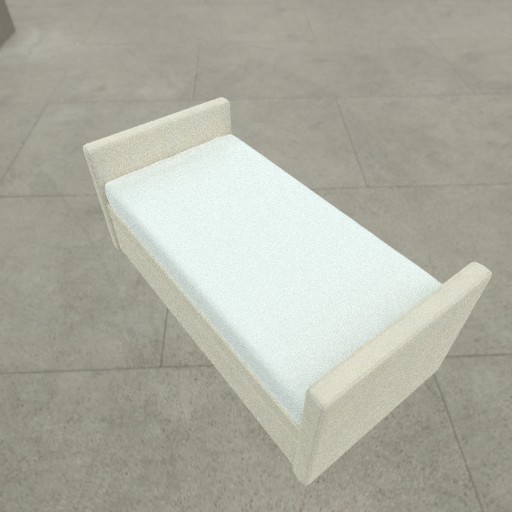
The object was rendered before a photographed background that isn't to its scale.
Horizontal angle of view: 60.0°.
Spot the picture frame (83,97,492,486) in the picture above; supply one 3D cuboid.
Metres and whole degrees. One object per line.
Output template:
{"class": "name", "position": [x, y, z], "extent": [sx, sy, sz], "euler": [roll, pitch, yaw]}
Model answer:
{"class": "picture frame", "position": [0.000, 0.000, 2.689], "extent": [1.069, 0.891, 2.161], "euler": [-29, 53, -25]}
